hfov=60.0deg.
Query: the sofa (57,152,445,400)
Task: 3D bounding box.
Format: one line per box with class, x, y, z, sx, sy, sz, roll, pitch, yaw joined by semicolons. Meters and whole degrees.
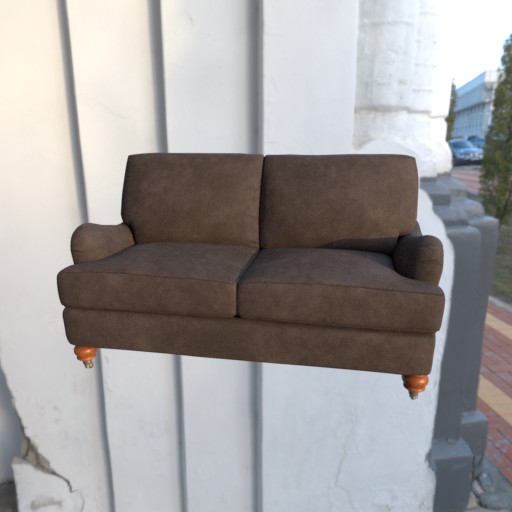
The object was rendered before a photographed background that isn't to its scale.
sofa;0.000;0.000;2.478;1.853;1.101;1.084;3;15;10
